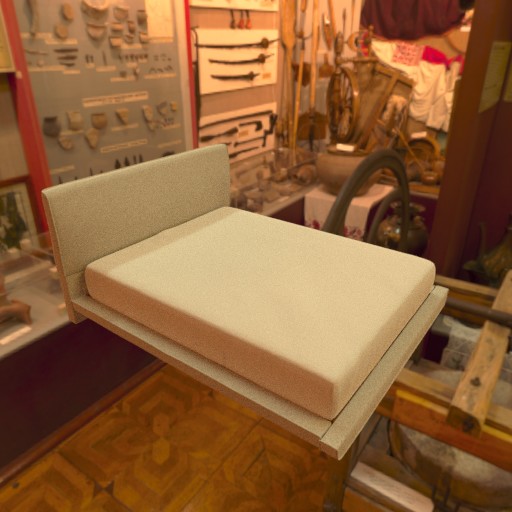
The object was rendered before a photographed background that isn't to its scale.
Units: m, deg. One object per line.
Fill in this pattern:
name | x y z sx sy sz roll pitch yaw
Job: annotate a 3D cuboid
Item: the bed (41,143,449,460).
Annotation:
bed | 0.000 0.000 3.450 2.498 1.126 1.980 18 32 32
